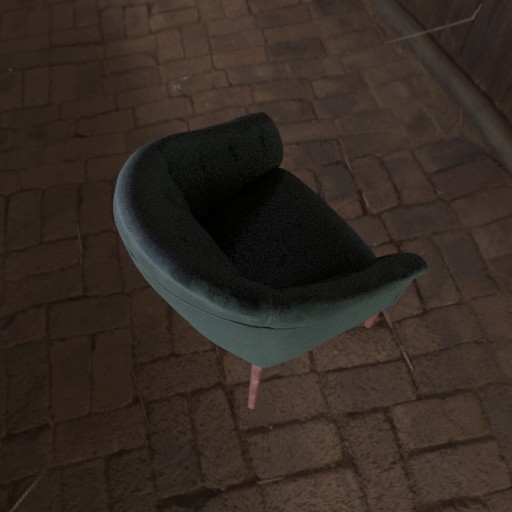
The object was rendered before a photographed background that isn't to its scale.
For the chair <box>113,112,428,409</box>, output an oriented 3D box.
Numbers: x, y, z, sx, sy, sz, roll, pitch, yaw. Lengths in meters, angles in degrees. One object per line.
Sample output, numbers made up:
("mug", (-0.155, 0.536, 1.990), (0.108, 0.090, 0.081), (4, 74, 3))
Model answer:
("chair", (0.000, 0.000, 1.549), (0.776, 0.885, 0.851), (-32, 64, -18))
